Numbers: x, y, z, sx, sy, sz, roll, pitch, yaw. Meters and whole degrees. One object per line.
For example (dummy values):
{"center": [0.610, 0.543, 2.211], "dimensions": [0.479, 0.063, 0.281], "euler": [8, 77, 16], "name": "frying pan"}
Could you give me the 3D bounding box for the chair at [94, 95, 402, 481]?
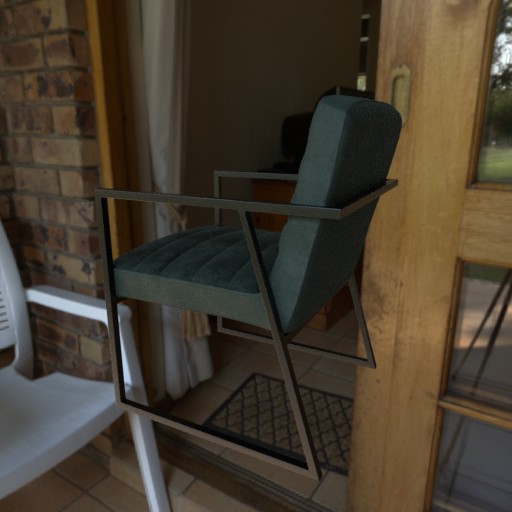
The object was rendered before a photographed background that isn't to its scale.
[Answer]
{"center": [0.000, 0.000, 1.263], "dimensions": [0.677, 0.833, 0.571], "euler": [8, 18, 26], "name": "chair"}
